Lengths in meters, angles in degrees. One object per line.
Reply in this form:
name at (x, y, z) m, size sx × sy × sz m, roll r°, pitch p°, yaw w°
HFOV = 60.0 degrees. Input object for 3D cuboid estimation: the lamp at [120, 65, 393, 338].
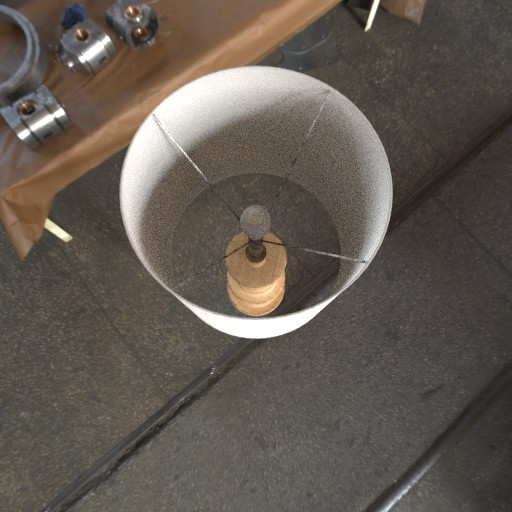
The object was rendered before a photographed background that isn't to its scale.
lamp at (0.000, 0.000, 0.560) m, size 0.208 × 0.455 × 0.208 m, roll 16°, pitch 76°, yaw 4°
